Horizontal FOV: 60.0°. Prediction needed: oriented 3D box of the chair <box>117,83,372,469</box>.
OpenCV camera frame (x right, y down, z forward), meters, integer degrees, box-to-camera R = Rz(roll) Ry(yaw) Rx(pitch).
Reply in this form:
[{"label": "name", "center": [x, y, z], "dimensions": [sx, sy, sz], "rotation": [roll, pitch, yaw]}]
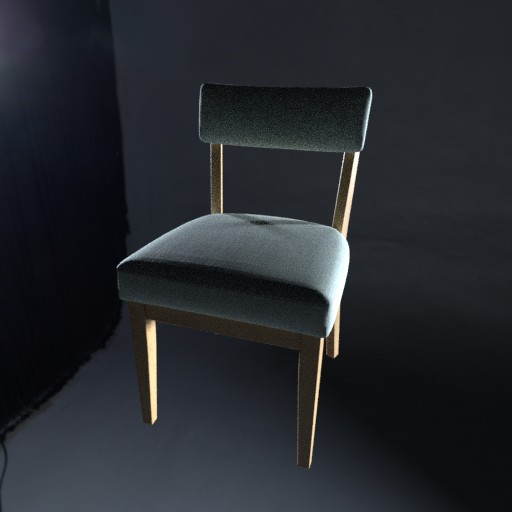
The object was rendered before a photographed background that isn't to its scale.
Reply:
[{"label": "chair", "center": [0.000, 0.000, 1.191], "dimensions": [0.508, 0.832, 0.572], "rotation": [8, 26, 17]}]
